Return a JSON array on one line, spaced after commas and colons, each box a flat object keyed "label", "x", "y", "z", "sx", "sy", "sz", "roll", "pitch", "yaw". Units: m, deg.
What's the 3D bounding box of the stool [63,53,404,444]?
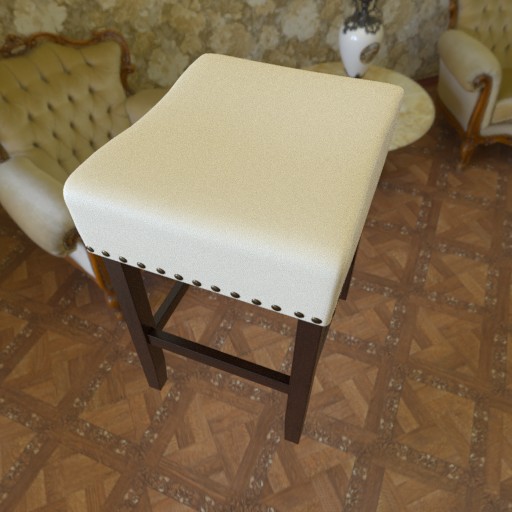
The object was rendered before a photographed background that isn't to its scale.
[{"label": "stool", "x": 0.000, "y": 0.000, "z": 0.912, "sx": 0.401, "sy": 0.609, "sz": 0.471, "roll": 16, "pitch": 50, "yaw": 14}]
